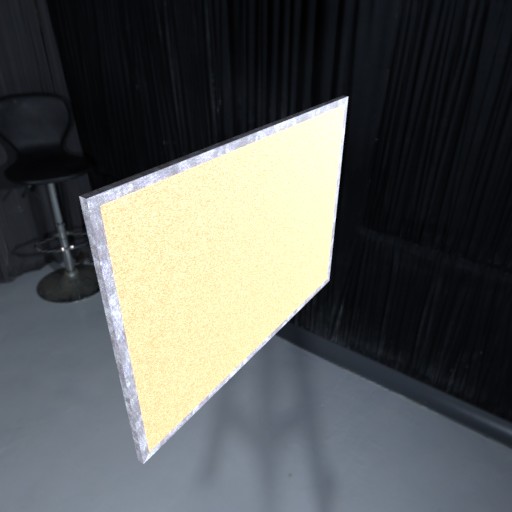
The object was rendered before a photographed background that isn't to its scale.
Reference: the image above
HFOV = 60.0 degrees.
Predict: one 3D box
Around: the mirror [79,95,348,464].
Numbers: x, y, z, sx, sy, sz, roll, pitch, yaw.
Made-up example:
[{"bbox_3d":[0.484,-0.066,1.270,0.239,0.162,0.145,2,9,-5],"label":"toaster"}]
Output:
[{"bbox_3d":[0.000,0.000,1.407,0.022,0.795,1.101,20,37,30],"label":"mirror"}]
